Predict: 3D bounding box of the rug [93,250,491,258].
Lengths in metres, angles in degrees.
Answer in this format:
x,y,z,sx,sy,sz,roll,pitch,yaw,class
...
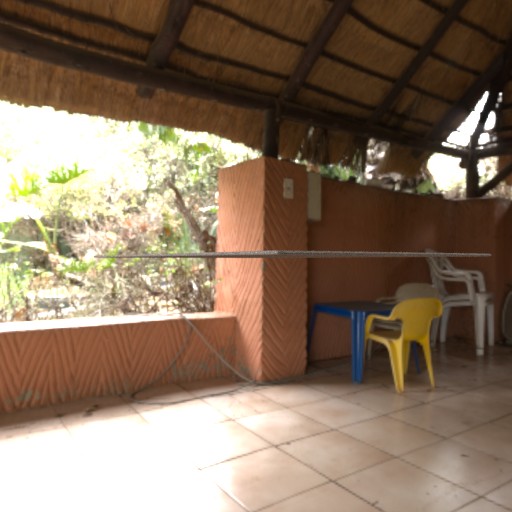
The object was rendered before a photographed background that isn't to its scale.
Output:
x,y,z,sx,sy,sz,roll,pitch,yaw,class
0.000,0.000,3.046,1.524,0.015,2.438,0,-1,-35,rug
